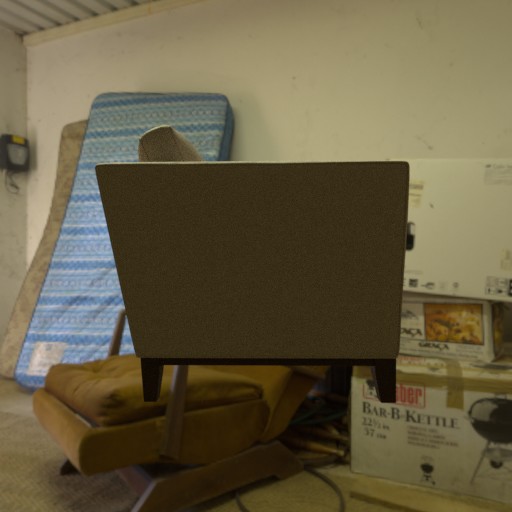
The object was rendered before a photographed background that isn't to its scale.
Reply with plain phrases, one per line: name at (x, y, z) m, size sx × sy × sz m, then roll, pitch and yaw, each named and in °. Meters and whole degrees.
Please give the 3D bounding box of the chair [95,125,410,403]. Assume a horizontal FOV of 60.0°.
chair at (0.000, 0.000, 2.036) m, size 0.965 × 0.940 × 1.397 m, roll 0°, pitch 1°, yaw 1°
